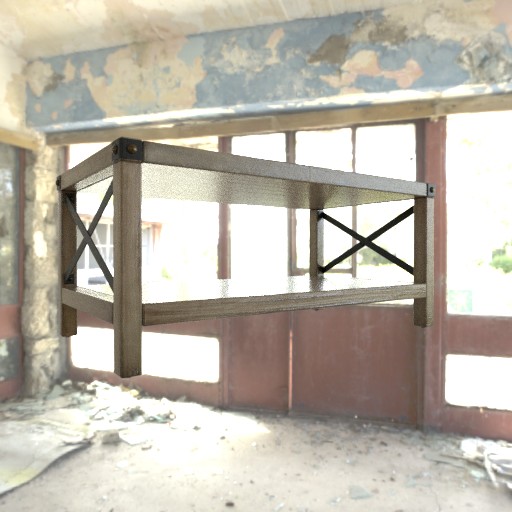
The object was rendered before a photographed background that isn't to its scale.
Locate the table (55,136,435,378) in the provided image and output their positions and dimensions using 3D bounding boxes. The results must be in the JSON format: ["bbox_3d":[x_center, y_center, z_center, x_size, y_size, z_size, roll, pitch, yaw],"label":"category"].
[{"bbox_3d":[0.000,0.000,1.330,1.016,0.456,0.559,0,1,-35],"label":"table"}]
